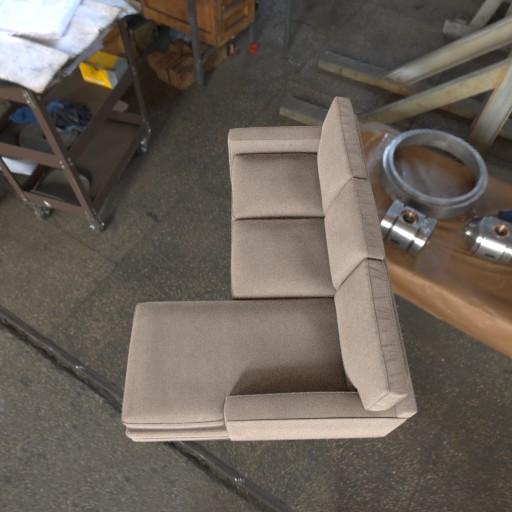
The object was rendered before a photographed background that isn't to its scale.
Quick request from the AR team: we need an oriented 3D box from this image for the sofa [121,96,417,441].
[{"bbox_3d":[0.000,0.000,2.841,1.496,0.861,2.087,-1,58,-1],"label":"sofa"}]
